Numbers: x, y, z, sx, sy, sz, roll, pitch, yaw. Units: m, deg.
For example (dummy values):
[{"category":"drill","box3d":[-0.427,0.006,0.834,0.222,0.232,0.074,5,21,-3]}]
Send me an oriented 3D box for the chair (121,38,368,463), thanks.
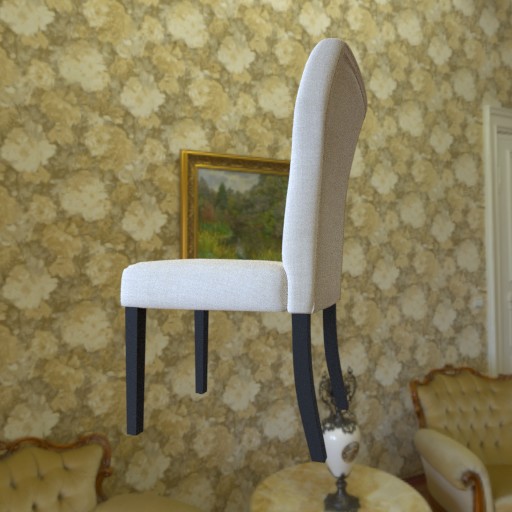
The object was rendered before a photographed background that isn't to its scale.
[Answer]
[{"category":"chair","box3d":[0.000,0.000,1.242,0.597,0.921,0.509,0,-1,19]}]
